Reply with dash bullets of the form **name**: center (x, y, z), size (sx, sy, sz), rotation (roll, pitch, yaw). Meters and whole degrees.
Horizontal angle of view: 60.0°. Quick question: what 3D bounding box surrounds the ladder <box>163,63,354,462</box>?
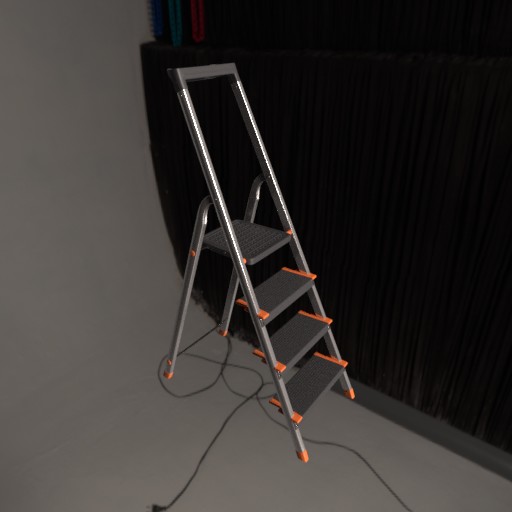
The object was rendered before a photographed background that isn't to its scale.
- **ladder**: center (0.000, 0.000, 1.829), size (0.834, 1.429, 0.452), rotation (19, 33, 32)
